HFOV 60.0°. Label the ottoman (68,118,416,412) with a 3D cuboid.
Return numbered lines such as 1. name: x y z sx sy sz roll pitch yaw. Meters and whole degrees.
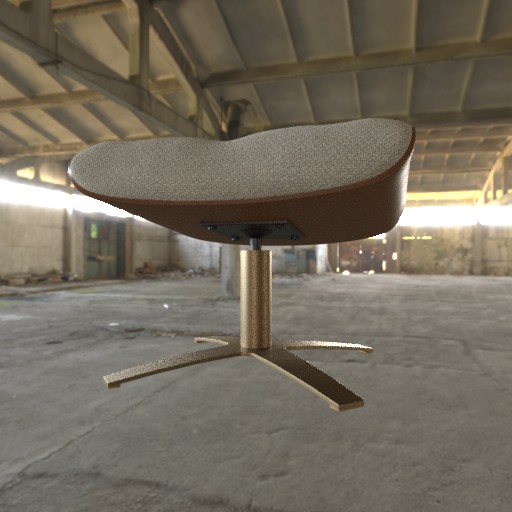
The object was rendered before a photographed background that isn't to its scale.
1. ottoman: 0.000 0.000 0.792 0.520 0.391 0.394 0 0 17
